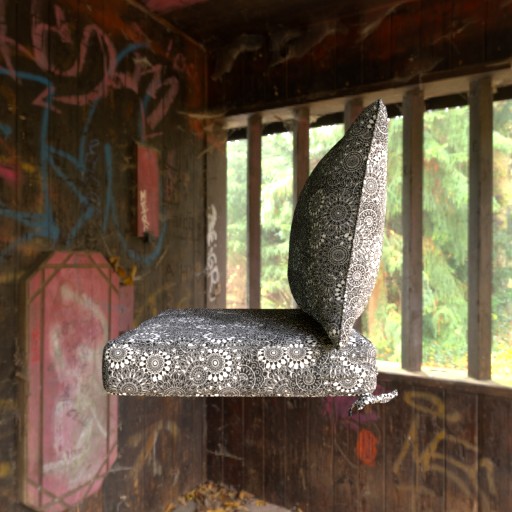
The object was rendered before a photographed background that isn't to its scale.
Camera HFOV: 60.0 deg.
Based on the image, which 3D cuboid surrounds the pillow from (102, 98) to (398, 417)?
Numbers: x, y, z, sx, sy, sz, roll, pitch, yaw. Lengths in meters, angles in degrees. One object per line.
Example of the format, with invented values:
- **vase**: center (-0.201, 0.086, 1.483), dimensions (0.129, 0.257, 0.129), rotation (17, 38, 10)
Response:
- **pillow**: center (0.000, 0.000, 1.373), dimensions (0.740, 0.722, 0.798), rotation (0, 0, 0)
